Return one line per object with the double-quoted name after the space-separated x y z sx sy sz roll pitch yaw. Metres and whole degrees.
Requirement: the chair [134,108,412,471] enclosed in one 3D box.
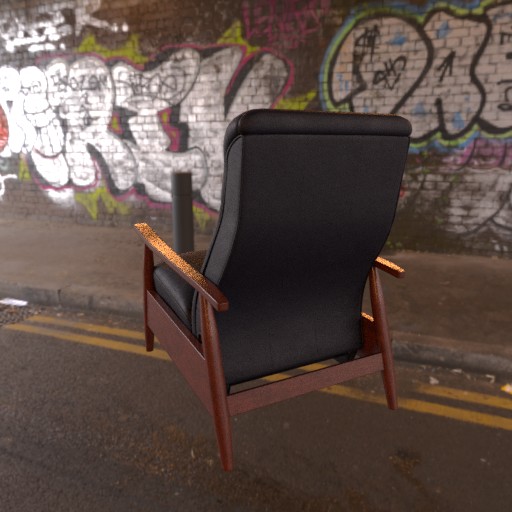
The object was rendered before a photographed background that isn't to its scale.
0.000 0.000 1.828 0.762 1.082 1.014 -7 16 -27 "chair"
